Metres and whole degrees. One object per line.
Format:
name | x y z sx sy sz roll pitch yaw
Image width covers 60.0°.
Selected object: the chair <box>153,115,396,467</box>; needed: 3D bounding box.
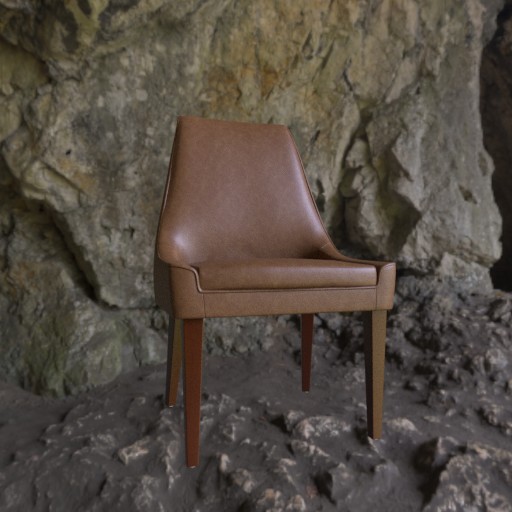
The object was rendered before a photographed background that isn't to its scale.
chair | 0.000 0.000 1.193 0.529 0.861 0.544 0 0 -18
